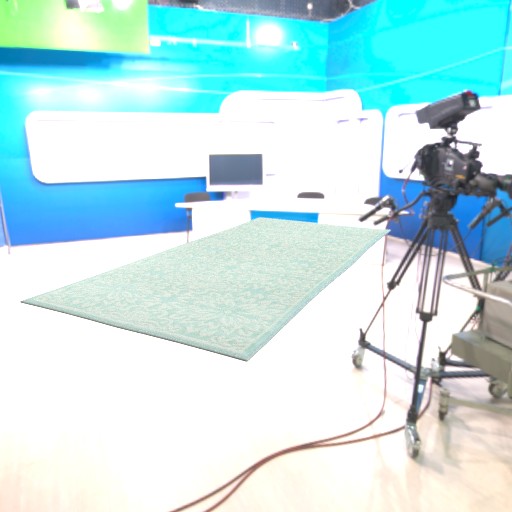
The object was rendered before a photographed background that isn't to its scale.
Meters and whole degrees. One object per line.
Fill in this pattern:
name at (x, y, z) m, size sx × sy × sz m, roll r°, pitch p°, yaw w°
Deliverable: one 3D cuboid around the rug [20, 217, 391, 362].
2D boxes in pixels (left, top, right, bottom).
rug at (0.000, 0.000, 1.416) m, size 0.604 × 0.007 × 1.219 m, roll 8°, pitch 17°, yaw 27°
